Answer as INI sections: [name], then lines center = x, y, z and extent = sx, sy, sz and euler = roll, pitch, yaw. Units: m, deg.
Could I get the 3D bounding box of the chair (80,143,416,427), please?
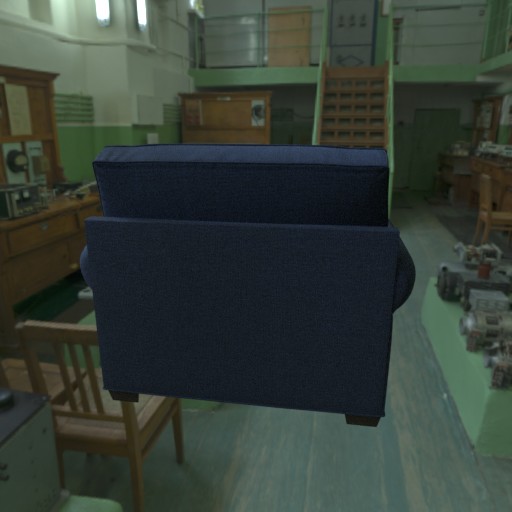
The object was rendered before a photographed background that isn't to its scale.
[chair]
center = 0.000, 0.000, 2.049
extent = 1.285, 1.044, 0.963
euler = 3, 17, 9
